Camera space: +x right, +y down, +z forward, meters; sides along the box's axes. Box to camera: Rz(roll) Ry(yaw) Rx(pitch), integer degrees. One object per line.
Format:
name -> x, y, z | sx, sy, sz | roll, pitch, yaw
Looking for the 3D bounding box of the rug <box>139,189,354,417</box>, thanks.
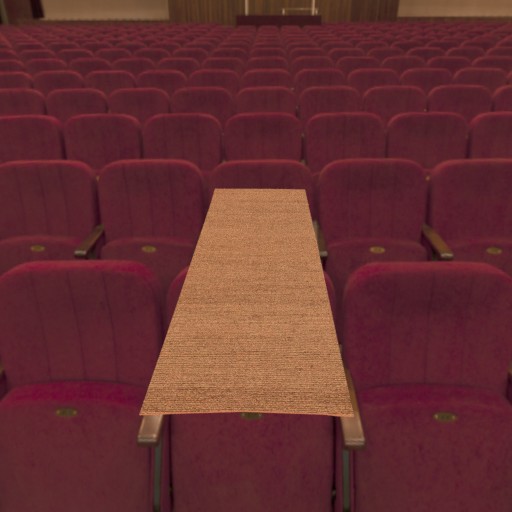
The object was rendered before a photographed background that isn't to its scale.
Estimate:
rug -> 0.000, 0.000, 2.577 | 0.741, 0.014, 2.390 | 1, 27, 1
